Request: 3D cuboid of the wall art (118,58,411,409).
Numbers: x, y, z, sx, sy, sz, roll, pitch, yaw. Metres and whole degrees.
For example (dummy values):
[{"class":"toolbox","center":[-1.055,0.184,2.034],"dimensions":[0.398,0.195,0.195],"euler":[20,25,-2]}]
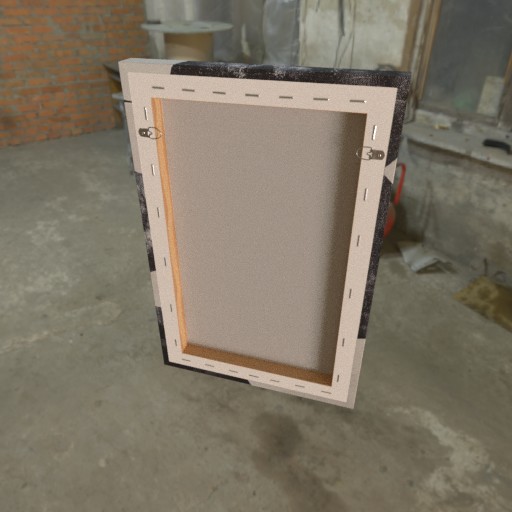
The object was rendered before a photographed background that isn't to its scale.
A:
[{"class":"wall art","center":[0.000,0.000,0.766],"dimensions":[0.407,0.610,0.039],"euler":[9,33,14]}]
